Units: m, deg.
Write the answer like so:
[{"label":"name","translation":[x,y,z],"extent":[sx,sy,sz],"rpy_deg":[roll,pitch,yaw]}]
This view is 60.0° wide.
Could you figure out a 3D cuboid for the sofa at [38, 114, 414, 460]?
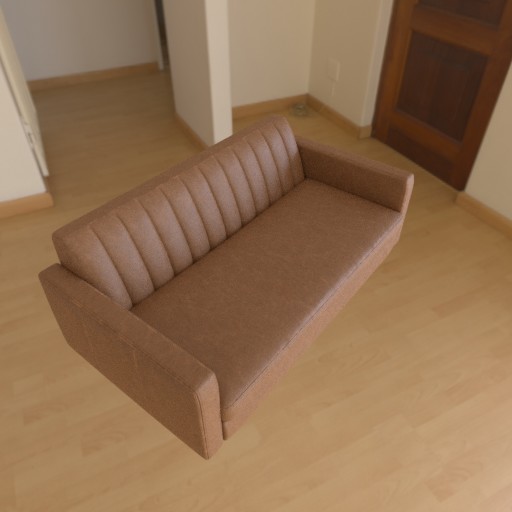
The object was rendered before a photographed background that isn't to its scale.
[{"label":"sofa","translation":[0.000,0.000,2.377],"extent":[0.993,0.821,1.847],"rpy_deg":[27,48,28]}]
